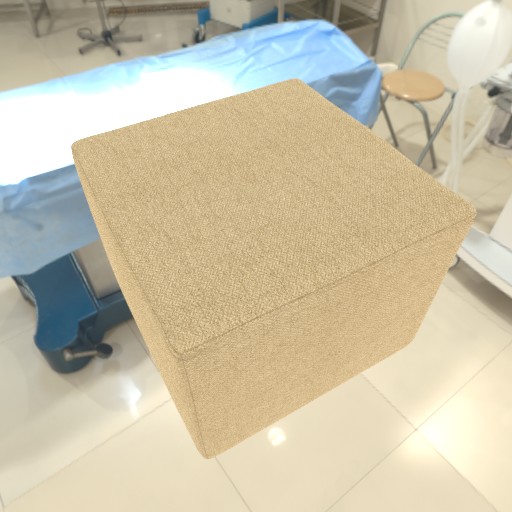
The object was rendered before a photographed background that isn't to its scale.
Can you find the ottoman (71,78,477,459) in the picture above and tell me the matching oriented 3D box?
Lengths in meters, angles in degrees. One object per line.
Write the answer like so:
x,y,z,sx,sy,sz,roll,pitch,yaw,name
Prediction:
0.000,0.000,0.871,0.508,0.432,0.508,-23,52,-20,ottoman
